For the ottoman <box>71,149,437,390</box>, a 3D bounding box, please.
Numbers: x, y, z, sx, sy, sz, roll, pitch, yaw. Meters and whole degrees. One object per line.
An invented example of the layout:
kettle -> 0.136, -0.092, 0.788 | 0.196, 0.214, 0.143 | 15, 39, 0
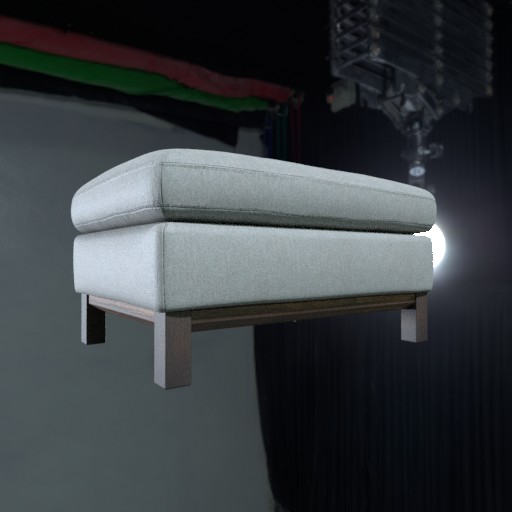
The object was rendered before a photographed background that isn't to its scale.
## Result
ottoman -> 0.000, 0.000, 1.044 | 0.735, 0.404, 0.528 | 0, 0, -36
